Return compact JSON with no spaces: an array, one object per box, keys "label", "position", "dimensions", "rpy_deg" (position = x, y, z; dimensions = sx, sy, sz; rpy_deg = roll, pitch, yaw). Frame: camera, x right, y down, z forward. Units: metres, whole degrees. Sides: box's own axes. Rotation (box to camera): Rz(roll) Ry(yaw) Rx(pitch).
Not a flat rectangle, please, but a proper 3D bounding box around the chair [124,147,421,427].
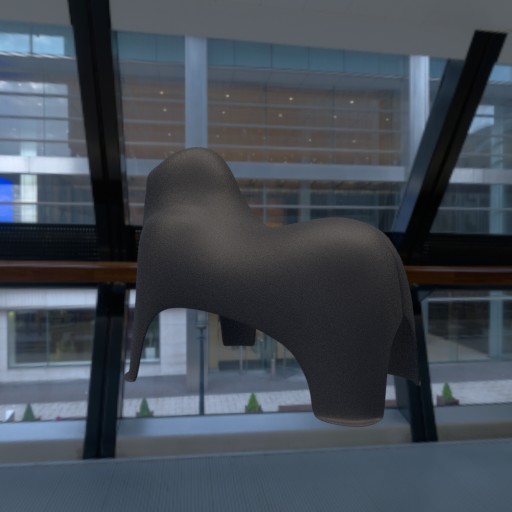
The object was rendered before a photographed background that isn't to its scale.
[{"label":"chair","position":[0.000,0.000,1.134],"dimensions":[0.758,0.600,0.490],"rpy_deg":[1,1,36]}]
